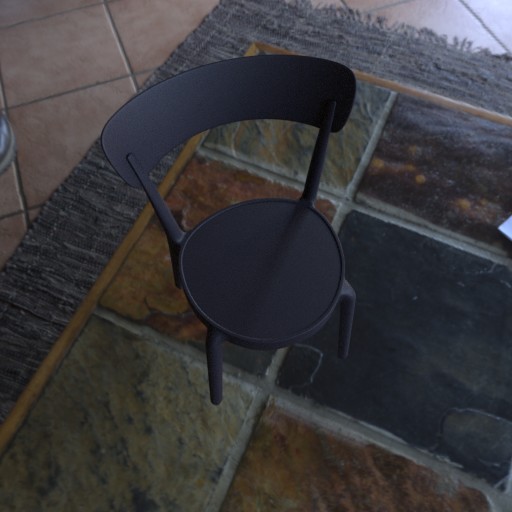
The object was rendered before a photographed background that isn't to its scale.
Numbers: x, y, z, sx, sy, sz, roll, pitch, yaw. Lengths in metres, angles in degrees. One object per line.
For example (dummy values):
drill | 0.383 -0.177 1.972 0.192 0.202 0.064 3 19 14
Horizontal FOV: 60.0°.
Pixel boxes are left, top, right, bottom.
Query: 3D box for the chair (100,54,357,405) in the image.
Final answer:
chair | 0.000 0.000 1.119 0.506 0.790 0.491 -18 64 -9
